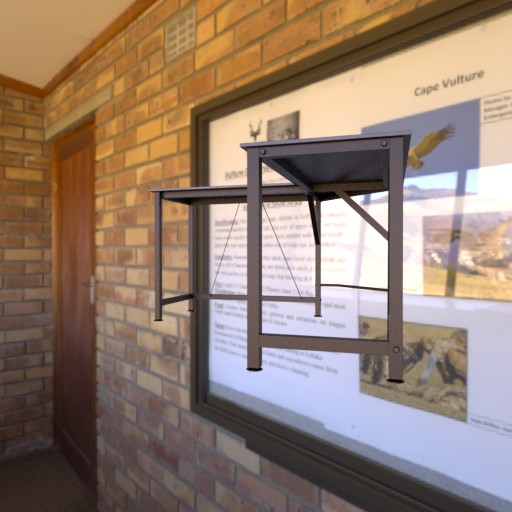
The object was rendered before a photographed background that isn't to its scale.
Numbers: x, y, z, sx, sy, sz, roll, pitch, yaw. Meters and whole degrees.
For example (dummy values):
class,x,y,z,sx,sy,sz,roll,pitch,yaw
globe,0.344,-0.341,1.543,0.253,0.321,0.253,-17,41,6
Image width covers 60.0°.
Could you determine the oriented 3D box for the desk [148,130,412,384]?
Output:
class,x,y,z,sx,sy,sz,roll,pitch,yaw
desk,0.000,0.000,2.195,1.400,0.762,1.400,0,1,17
